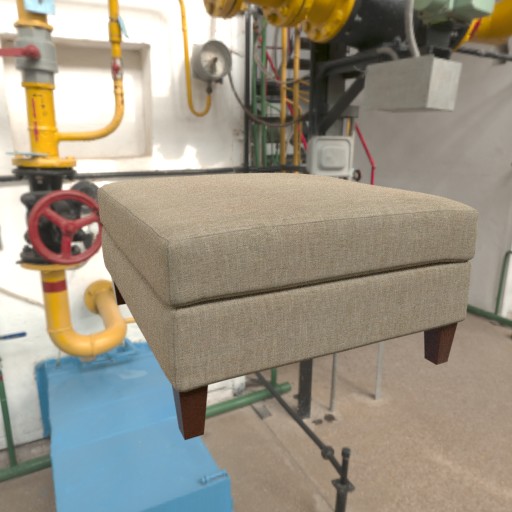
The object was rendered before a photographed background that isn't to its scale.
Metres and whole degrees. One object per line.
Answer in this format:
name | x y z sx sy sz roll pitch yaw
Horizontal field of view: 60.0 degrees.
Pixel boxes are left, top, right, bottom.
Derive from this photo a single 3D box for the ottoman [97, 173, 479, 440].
ottoman | 0.000 0.000 1.414 0.836 0.492 0.976 -7 17 -25
